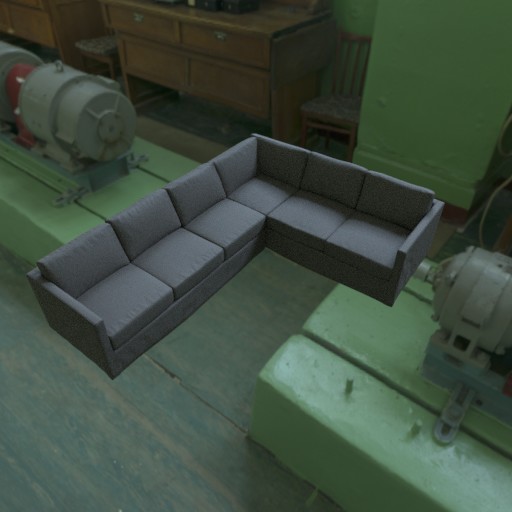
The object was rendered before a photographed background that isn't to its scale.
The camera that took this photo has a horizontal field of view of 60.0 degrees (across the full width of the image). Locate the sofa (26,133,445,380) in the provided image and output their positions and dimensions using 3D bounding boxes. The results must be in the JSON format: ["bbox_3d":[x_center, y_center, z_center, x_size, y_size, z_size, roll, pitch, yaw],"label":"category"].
[{"bbox_3d":[0.000,0.000,4.242,2.432,0.871,3.182,26,47,27],"label":"sofa"}]
